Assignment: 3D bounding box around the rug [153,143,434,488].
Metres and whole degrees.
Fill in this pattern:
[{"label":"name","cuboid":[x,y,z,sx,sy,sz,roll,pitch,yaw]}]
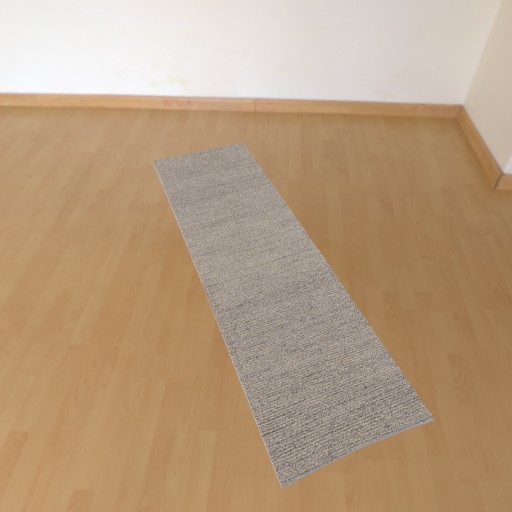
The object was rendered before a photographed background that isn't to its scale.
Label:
[{"label":"rug","cuboid":[0.000,0.000,2.489,0.692,0.032,2.320,-15,47,-15]}]
